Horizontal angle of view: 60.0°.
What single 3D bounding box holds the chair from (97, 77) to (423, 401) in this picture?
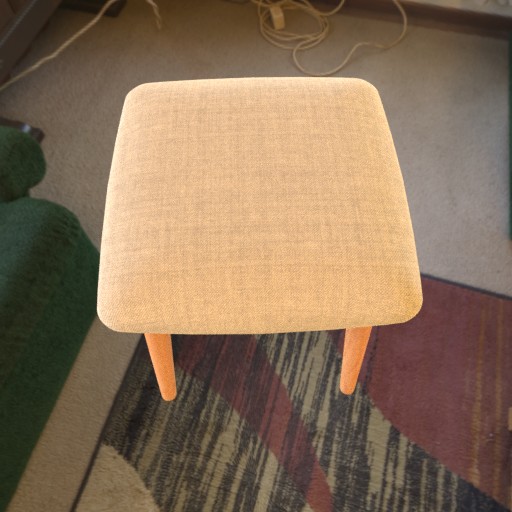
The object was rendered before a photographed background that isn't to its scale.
[{"bbox_3d":[0.000,0.000,0.679,0.350,0.440,0.350,-2,63,-1],"label":"chair"}]
